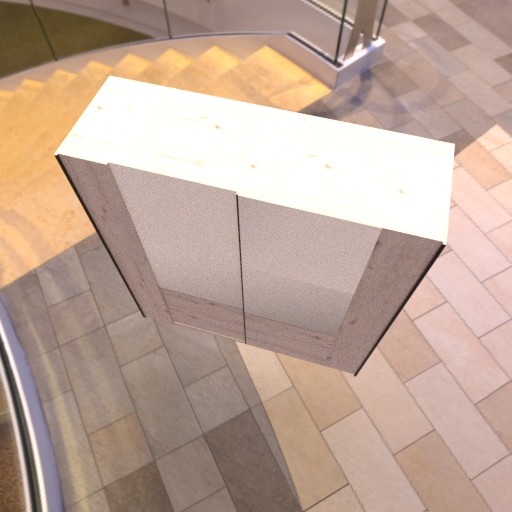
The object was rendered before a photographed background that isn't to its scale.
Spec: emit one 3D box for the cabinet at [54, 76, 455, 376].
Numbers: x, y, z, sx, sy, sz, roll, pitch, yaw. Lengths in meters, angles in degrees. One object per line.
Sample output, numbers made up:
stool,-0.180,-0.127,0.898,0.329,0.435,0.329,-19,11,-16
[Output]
cabinet,0.000,0.000,3.262,2.000,2.180,0.660,14,60,8
